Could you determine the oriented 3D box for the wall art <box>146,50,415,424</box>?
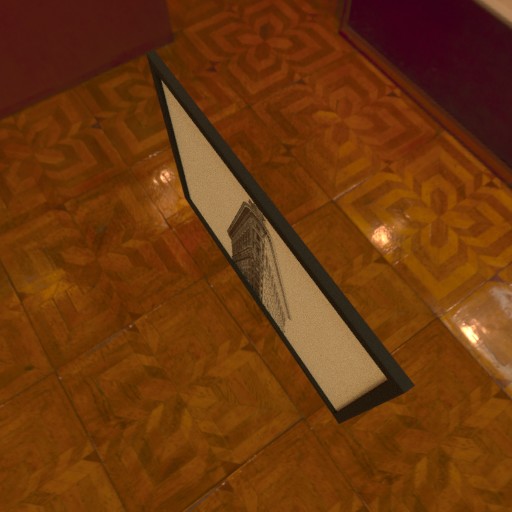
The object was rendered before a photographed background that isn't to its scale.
[{"bbox_3d":[0.000,0.000,1.217,0.026,0.656,0.958,-30,69,-13],"label":"wall art"}]
